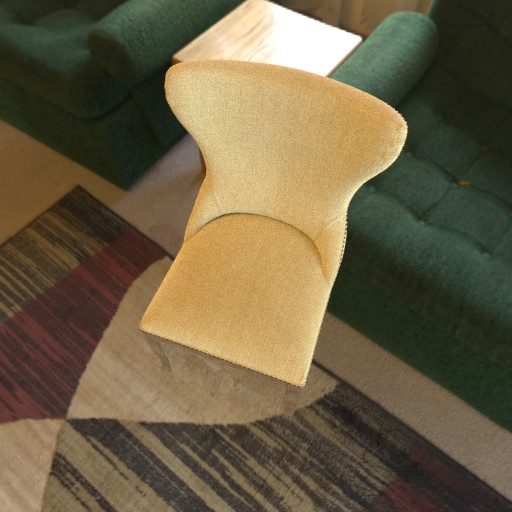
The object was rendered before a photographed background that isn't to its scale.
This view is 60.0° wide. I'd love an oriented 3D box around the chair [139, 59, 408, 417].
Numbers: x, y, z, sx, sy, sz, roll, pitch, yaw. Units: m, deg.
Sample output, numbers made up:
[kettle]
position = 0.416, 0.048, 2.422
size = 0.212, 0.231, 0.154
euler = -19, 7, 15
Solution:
[chair]
position = 0.000, 0.000, 1.444
size = 0.654, 1.002, 0.681
euler = 17, 60, 10
